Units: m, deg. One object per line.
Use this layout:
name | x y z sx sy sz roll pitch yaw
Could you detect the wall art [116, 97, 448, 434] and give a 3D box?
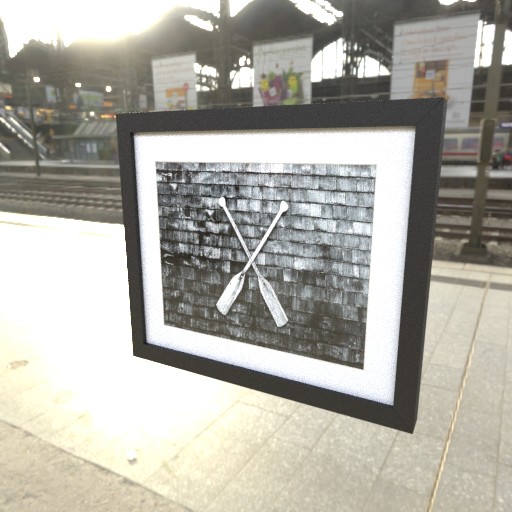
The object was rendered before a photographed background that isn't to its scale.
wall art | 0.000 0.000 0.518 0.381 0.330 0.029 7 15 27
